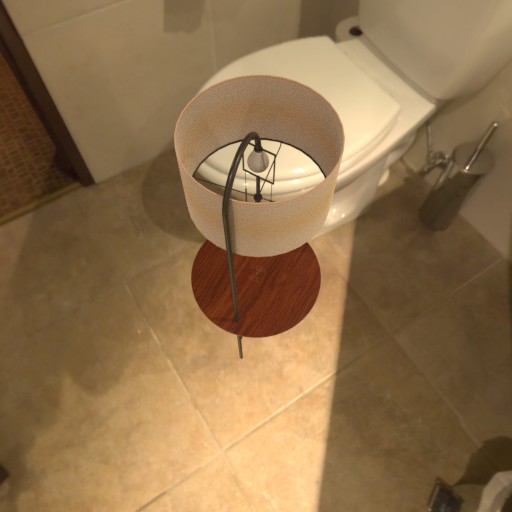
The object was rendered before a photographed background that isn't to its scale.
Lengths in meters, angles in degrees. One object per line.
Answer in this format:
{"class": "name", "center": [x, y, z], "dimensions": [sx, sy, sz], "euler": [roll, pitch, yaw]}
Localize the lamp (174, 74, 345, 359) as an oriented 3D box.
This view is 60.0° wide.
{"class": "lamp", "center": [0.000, 0.000, 1.806], "dimensions": [0.573, 1.517, 0.573], "euler": [0, 62, 0]}
